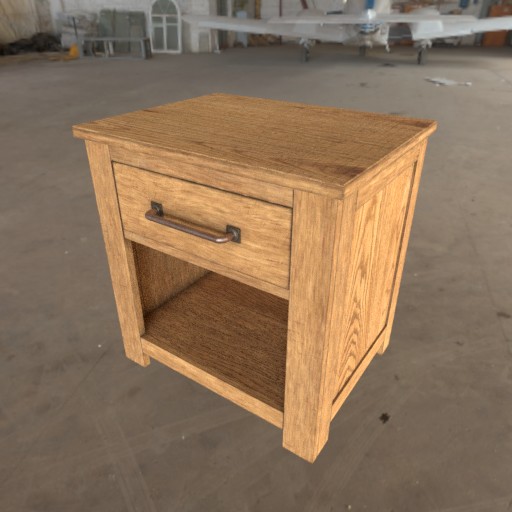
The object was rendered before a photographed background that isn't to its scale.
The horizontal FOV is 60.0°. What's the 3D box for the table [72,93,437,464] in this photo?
[{"bbox_3d":[0.000,0.000,1.068,0.601,0.625,0.494,19,35,29],"label":"table"}]
